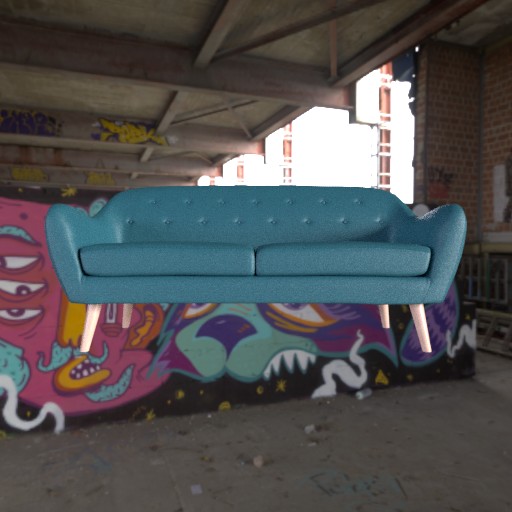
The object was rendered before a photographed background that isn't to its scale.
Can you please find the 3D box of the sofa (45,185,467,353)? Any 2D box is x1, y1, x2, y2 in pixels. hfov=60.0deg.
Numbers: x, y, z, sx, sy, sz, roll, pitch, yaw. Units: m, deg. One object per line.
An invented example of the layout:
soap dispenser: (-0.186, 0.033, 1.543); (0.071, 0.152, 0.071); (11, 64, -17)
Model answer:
sofa: (0.000, 0.000, 2.279); (1.840, 0.836, 0.820); (0, 1, 0)
